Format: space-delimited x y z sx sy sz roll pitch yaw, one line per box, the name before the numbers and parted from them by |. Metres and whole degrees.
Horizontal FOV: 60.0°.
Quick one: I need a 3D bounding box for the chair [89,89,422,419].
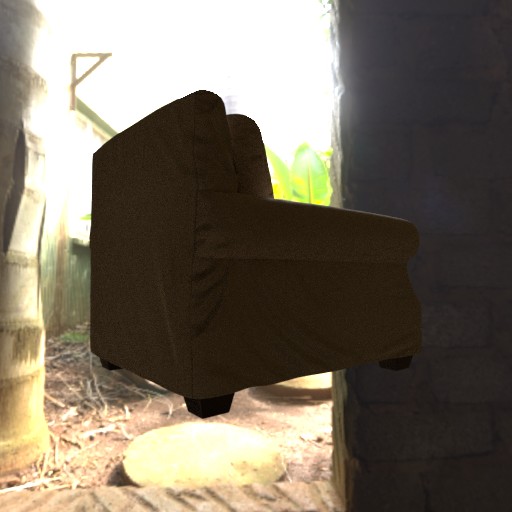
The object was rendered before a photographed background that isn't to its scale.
chair | 0.000 0.000 1.727 1.066 0.866 0.940 1 -2 -38
